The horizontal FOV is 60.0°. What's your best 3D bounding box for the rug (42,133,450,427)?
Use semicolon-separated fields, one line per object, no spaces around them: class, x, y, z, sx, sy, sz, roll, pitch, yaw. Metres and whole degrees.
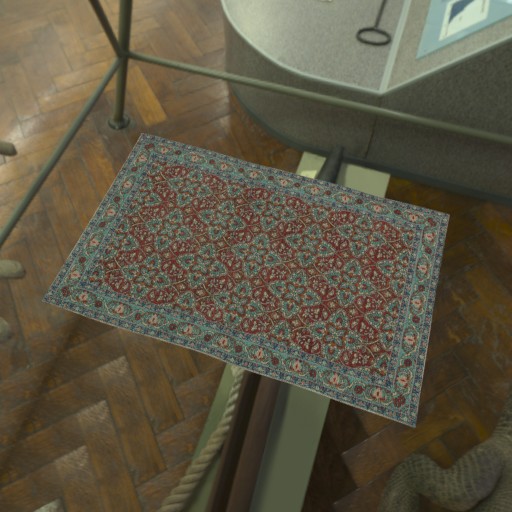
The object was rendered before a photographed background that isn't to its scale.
rug;0.000;0.000;3.049;2.439;0.011;1.533;17;64;8
